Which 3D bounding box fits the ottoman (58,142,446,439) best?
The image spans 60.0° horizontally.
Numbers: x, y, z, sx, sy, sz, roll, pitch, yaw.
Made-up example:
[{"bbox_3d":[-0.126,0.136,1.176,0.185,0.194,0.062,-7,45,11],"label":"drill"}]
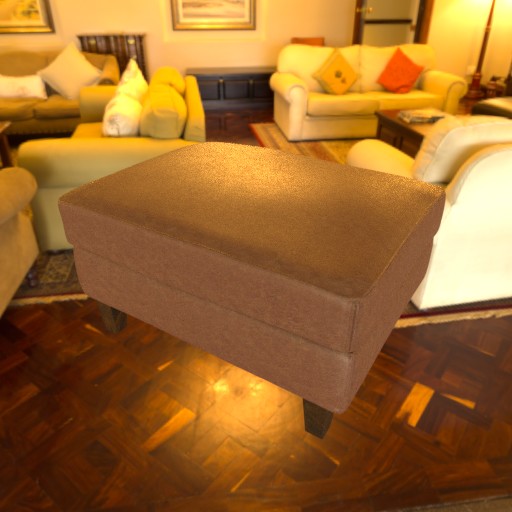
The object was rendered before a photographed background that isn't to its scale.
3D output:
[{"bbox_3d":[0.000,0.000,1.264,0.851,0.485,0.650,18,35,28],"label":"ottoman"}]
